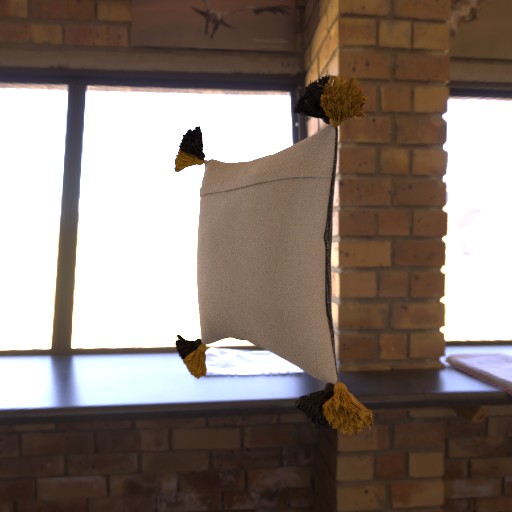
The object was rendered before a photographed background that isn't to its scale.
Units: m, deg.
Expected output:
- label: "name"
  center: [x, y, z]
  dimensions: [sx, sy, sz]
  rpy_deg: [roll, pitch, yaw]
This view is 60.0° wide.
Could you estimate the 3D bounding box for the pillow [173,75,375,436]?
- label: "pillow"
  center: [0.000, 0.000, 0.983]
  dimensions: [0.139, 0.659, 0.654]
  rpy_deg: [-1, 2, -37]
